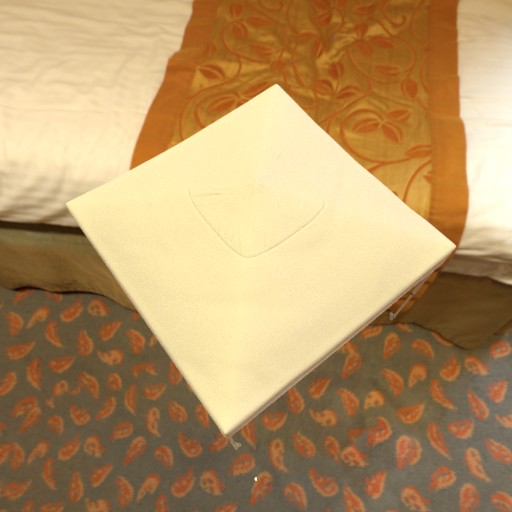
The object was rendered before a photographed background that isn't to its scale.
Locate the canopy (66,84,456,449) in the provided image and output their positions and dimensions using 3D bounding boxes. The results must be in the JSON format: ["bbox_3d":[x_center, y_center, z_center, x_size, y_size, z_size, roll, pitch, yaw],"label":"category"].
[{"bbox_3d":[0.000,0.000,5.380,2.998,2.997,2.996,-35,68,-16],"label":"canopy"}]
